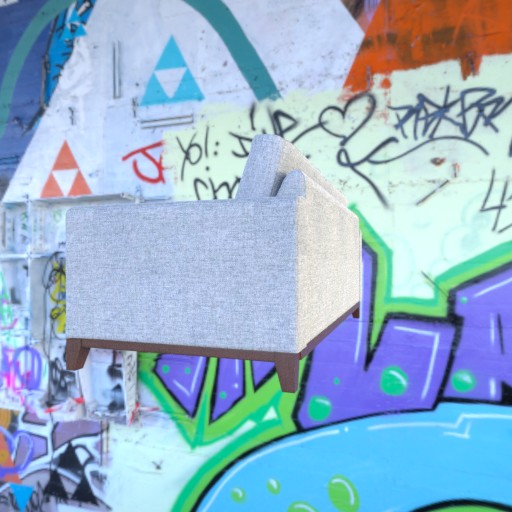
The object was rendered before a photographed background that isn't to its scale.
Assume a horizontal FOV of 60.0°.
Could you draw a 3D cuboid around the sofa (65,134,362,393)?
[{"bbox_3d":[0.000,0.000,2.487,0.969,0.892,1.978,0,0,19],"label":"sofa"}]
